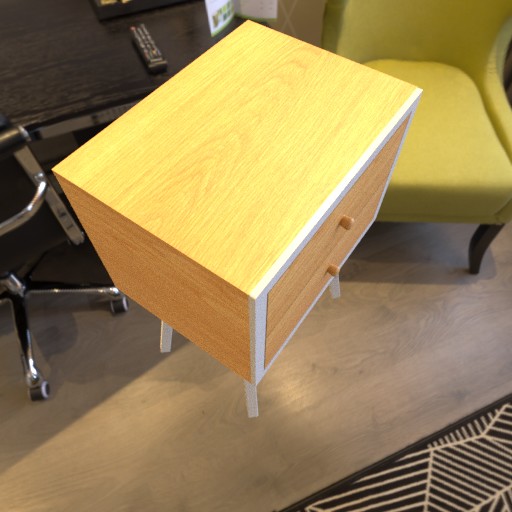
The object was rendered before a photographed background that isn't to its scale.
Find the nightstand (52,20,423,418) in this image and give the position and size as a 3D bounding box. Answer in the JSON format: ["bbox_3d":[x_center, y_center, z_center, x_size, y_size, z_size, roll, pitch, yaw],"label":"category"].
[{"bbox_3d":[0.000,0.000,0.821,0.316,0.601,0.400,31,62,18],"label":"nightstand"}]
